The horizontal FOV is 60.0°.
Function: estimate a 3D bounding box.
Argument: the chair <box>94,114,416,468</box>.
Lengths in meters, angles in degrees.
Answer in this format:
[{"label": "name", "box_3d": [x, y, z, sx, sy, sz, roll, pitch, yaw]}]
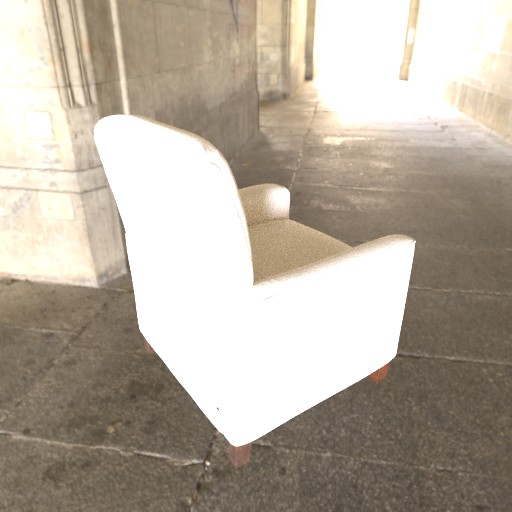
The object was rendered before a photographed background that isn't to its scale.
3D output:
[{"label": "chair", "box_3d": [0.000, 0.000, 1.640, 0.858, 1.028, 0.841, -18, 31, -31]}]
